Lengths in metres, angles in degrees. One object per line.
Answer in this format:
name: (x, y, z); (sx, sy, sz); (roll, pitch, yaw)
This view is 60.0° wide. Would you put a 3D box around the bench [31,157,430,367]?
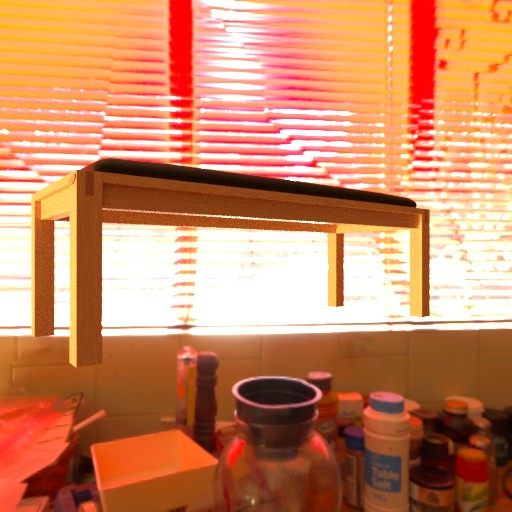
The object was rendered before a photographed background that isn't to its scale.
bench: (0.000, 0.000, 1.389); (1.202, 0.430, 0.450); (0, 0, -37)
